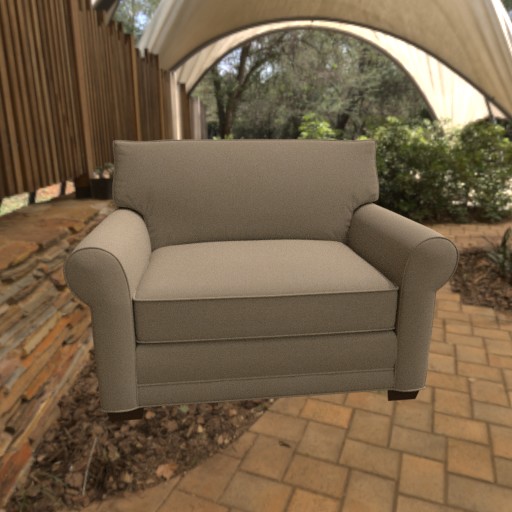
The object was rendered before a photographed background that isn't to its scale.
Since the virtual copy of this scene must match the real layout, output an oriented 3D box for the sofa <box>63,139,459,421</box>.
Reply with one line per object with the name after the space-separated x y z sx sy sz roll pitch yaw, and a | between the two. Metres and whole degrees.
0.000 0.000 2.001 1.405 1.006 0.937 -2 16 -7 | sofa
